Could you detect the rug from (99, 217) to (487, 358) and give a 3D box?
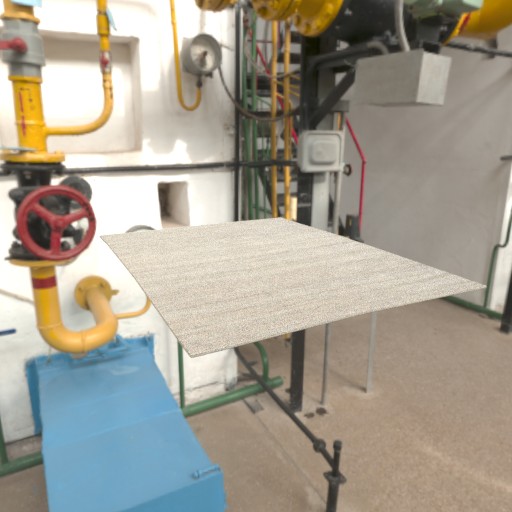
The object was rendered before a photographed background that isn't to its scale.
[{"bbox_3d":[0.000,0.000,4.845,2.757,0.051,3.626,-8,18,-26],"label":"rug"}]
